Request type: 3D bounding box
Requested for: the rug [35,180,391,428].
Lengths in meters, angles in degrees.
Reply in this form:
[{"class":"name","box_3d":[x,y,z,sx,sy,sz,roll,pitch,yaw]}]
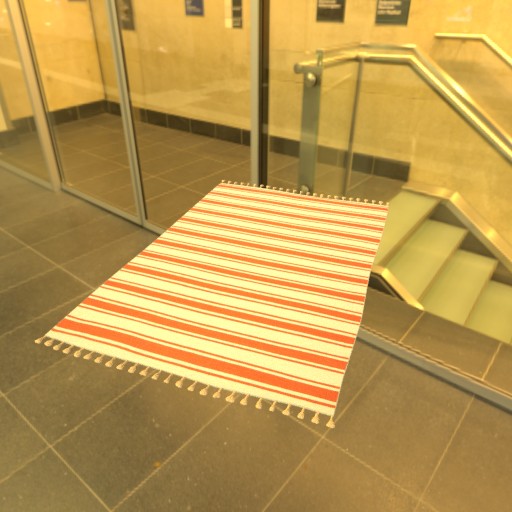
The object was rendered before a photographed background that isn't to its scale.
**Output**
[{"class":"rug","box_3d":[0.000,0.000,3.021,1.556,0.022,2.433,11,33,17]}]
